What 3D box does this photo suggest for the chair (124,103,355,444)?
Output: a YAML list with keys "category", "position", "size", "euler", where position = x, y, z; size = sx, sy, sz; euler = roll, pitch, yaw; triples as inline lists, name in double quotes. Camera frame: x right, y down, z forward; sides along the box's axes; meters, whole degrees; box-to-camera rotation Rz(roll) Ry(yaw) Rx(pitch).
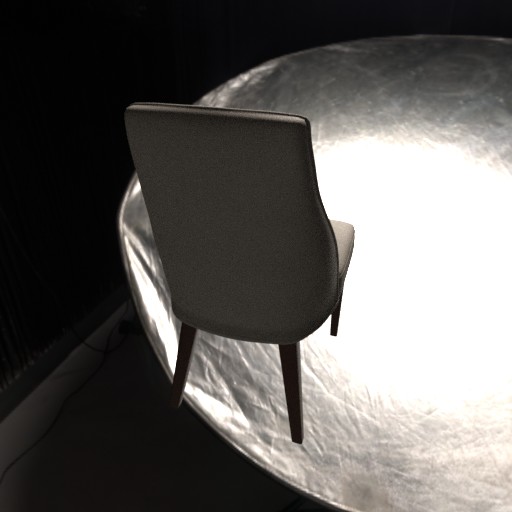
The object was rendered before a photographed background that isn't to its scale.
- category: "chair"
  position: [0.000, 0.000, 1.275]
  size: [0.500, 0.930, 0.620]
  euler: [10, 31, 16]
